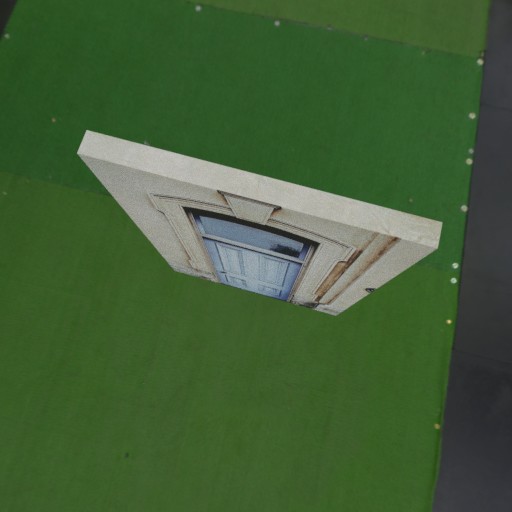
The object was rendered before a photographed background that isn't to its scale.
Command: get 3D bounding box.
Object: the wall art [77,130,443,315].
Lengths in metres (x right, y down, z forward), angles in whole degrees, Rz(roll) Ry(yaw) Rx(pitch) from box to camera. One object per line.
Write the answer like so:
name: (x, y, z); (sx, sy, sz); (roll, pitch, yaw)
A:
wall art: (0.000, 0.000, 0.975); (0.508, 0.764, 0.038); (15, 76, 4)
